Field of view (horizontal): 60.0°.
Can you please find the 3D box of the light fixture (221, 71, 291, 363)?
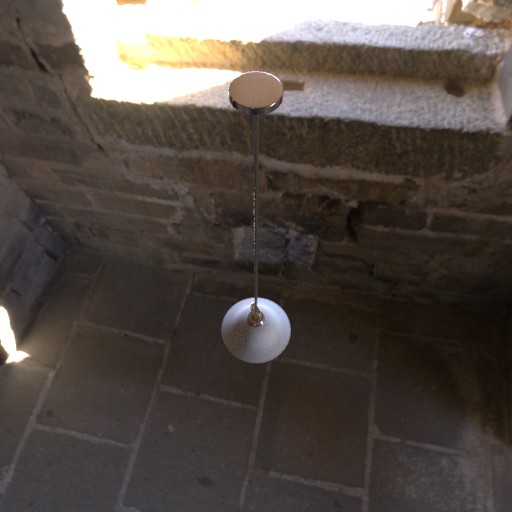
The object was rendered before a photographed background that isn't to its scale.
[{"bbox_3d":[0.000,0.000,1.496,0.324,1.354,0.324,-31,64,-17],"label":"light fixture"}]
